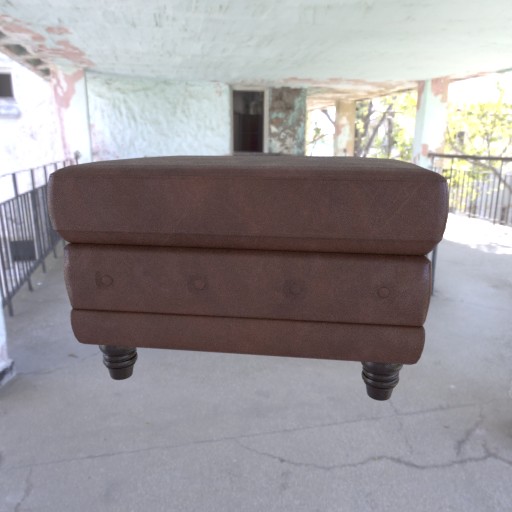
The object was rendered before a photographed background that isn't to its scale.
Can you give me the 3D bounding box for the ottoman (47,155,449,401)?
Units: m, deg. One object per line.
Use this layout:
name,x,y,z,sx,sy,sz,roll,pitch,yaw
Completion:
ottoman,0.000,0.000,1.170,0.795,0.509,0.588,2,15,8
